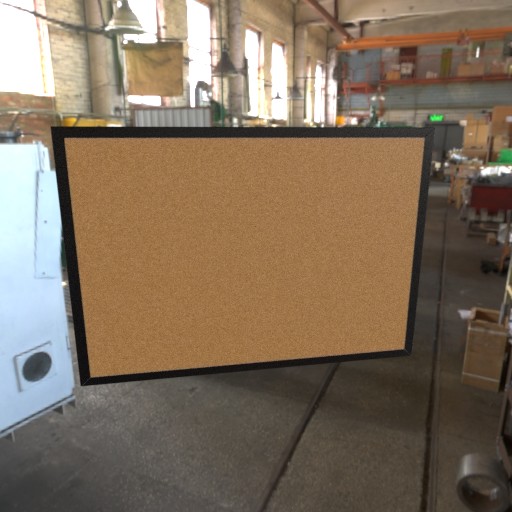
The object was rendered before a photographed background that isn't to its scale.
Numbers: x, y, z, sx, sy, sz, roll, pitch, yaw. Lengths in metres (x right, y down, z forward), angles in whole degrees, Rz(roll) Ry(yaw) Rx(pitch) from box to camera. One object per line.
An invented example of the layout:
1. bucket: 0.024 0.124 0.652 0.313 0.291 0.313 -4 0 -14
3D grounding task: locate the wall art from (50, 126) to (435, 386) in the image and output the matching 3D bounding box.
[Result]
1. wall art: 0.000 0.000 0.819 0.657 0.458 0.027 -3 16 -10
